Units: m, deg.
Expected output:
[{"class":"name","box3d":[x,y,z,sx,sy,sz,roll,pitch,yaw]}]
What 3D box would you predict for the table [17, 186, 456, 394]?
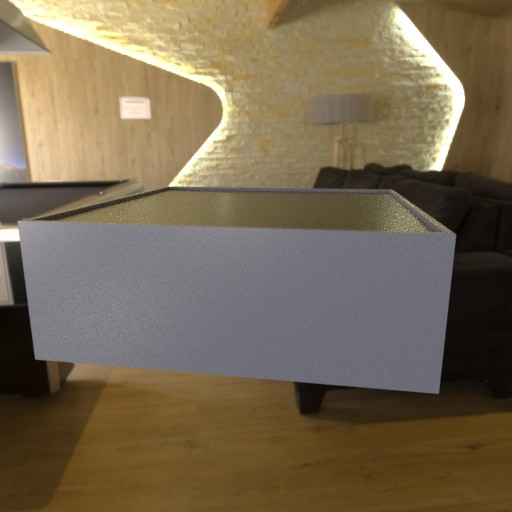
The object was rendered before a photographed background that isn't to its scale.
[{"class":"table","box3d":[0.000,0.000,1.211,0.801,0.299,0.801,2,14,9]}]
